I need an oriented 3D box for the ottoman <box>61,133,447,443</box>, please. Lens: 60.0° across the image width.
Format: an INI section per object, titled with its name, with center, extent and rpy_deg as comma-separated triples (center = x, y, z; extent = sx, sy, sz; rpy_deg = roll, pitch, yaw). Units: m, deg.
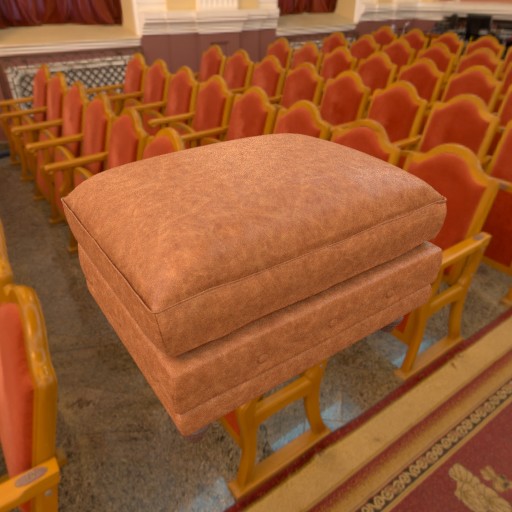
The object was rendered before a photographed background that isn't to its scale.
[ottoman]
center = 0.000, 0.000, 1.053
extent = 0.710, 0.480, 0.533
rpy_deg = -20, 37, -29
